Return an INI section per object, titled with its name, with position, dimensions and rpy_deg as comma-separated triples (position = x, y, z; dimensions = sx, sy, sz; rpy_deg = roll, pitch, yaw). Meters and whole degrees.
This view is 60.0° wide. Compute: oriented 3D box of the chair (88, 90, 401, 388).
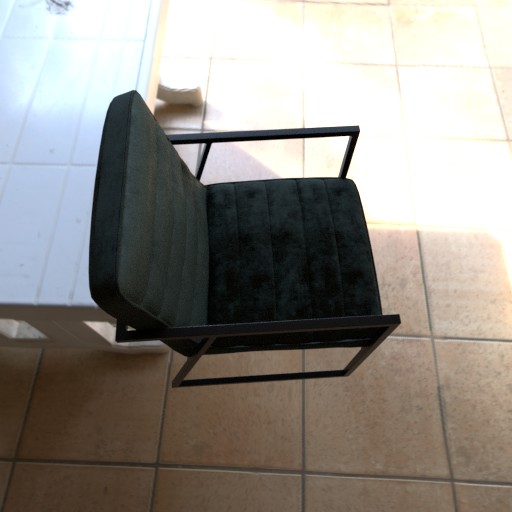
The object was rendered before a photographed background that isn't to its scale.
[chair]
position = 0.000, 0.000, 1.281
dimensions = 0.677, 0.833, 0.571
rpy_deg = -3, 64, -1
